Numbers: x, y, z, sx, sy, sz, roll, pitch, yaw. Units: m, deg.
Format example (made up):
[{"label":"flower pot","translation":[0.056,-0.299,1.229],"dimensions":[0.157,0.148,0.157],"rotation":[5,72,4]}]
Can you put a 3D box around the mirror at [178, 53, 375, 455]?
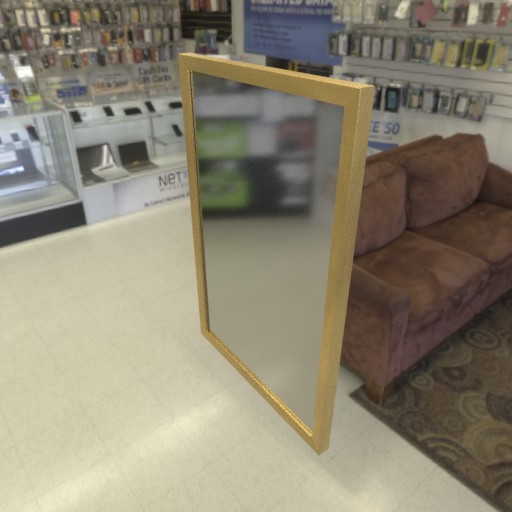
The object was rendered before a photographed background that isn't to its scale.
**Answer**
[{"label":"mirror","translation":[0.000,0.000,1.152],"dimensions":[0.040,0.915,0.609],"rotation":[-21,36,-31]}]
